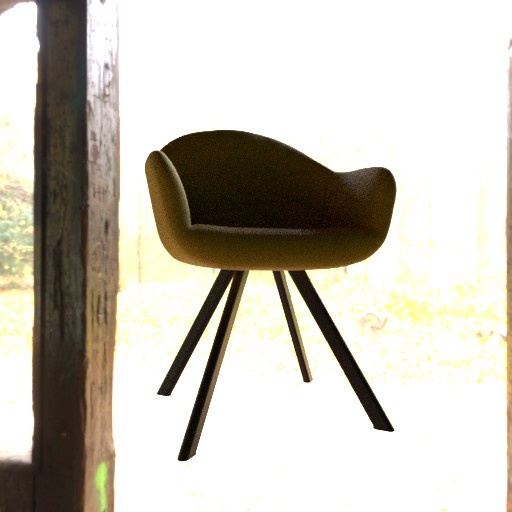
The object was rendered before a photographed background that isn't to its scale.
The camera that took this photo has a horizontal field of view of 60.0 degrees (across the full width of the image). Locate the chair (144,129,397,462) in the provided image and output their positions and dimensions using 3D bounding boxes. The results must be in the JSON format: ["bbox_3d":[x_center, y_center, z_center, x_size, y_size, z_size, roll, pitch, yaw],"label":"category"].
[{"bbox_3d":[0.000,0.000,1.189,0.590,0.795,0.550,0,0,-18],"label":"chair"}]
